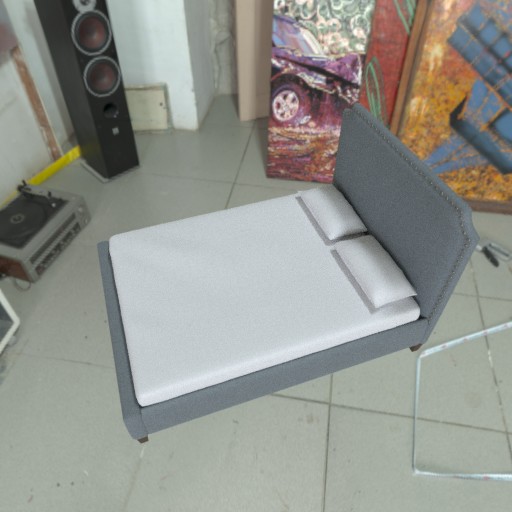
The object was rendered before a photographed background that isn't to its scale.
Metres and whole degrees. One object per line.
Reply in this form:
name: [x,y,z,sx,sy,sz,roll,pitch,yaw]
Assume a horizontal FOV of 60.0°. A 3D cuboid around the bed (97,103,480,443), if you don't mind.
bed: [0.000,0.000,3.411,2.372,1.443,1.712,-14,48,-13]
